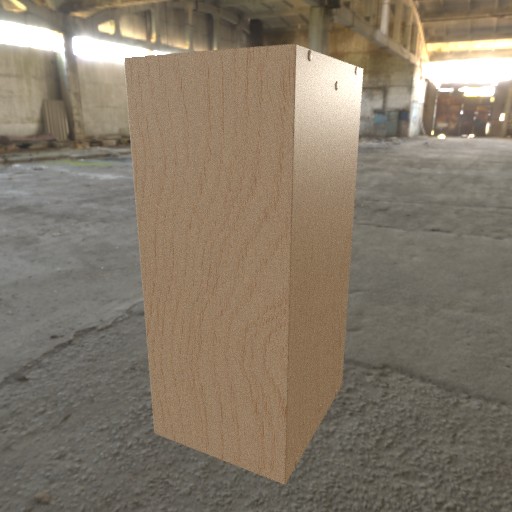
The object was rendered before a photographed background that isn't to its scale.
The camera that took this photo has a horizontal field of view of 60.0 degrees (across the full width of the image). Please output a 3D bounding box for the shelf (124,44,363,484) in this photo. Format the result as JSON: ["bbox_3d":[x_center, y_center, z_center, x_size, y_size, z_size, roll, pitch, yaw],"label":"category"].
[{"bbox_3d":[0.000,0.000,0.748,0.250,0.600,0.290,9,19,26],"label":"shelf"}]
